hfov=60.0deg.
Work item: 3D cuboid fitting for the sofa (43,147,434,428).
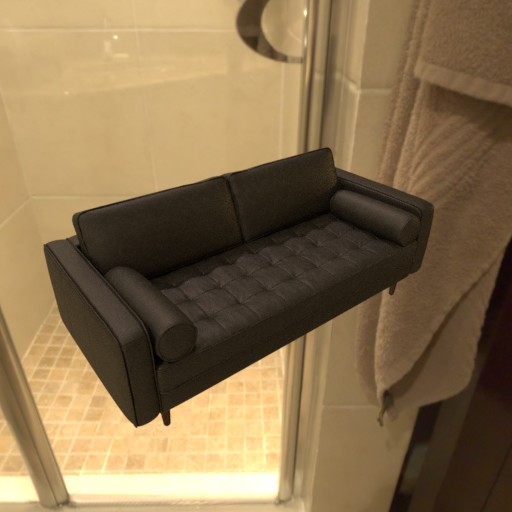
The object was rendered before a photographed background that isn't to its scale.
[{"bbox_3d":[0.000,0.000,2.349,1.879,0.770,0.921,-22,37,-32],"label":"sofa"}]
